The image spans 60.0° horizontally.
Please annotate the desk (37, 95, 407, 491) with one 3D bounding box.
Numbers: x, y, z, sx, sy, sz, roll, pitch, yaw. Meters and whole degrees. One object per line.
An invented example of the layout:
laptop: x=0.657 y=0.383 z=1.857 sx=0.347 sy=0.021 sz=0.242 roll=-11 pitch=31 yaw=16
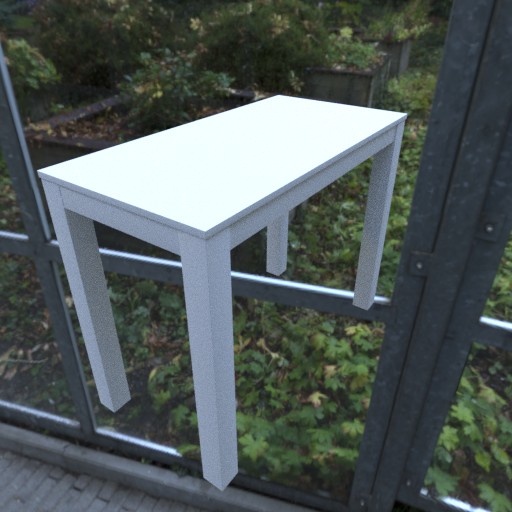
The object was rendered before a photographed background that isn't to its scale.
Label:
desk: x=0.000 y=0.000 z=1.410 sx=0.497 sy=0.762 sz=0.990 roll=20 pitch=37 yaw=30
